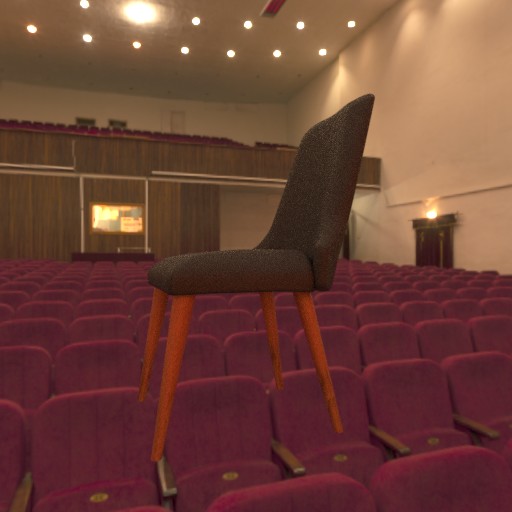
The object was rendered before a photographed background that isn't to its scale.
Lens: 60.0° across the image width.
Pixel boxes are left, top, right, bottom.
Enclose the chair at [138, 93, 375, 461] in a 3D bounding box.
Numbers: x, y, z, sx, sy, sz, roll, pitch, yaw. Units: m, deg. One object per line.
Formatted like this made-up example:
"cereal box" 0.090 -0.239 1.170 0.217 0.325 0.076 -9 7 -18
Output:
"chair" 0.000 0.000 1.154 0.567 0.820 0.504 0 -1 -19
